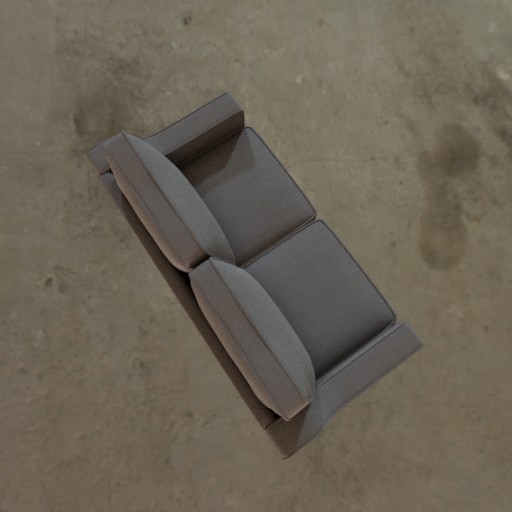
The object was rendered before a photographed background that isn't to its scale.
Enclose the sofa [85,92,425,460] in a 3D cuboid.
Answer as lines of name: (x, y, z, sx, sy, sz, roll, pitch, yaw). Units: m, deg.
sofa: (0.000, 0.000, 2.066, 0.791, 0.948, 1.500, -34, 78, -8)
